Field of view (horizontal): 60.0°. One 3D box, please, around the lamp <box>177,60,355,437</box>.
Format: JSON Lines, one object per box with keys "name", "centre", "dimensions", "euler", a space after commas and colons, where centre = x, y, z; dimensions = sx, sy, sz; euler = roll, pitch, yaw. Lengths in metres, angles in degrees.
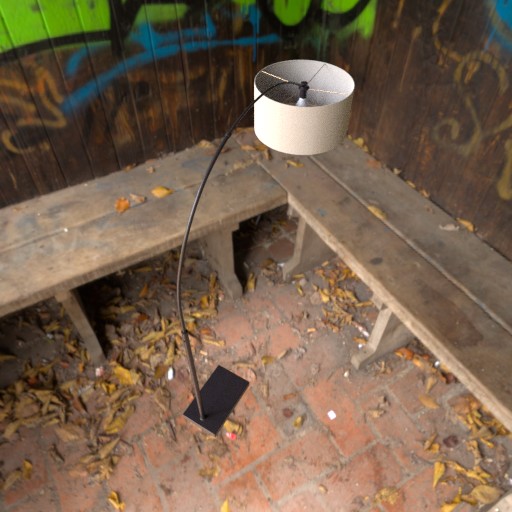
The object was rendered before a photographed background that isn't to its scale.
{"name": "lamp", "centre": [0.000, 0.000, 2.544], "dimensions": [0.493, 1.927, 1.424], "euler": [24, 52, 20]}
